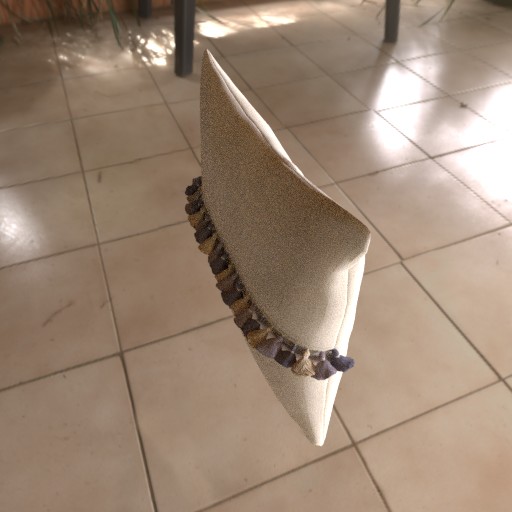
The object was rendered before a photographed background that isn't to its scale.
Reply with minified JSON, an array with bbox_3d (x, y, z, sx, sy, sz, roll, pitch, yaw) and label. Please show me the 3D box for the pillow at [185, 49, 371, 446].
[{"bbox_3d":[0.000,0.000,0.716,0.165,0.481,0.489,-17,48,-16],"label":"pillow"}]
